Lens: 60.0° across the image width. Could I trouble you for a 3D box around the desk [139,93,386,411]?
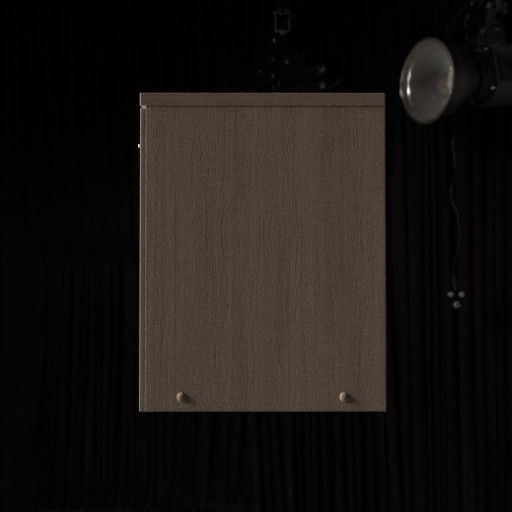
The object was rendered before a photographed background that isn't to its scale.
[{"bbox_3d":[0.000,0.000,1.721,0.600,0.740,1.390,0,-1,0],"label":"desk"}]
